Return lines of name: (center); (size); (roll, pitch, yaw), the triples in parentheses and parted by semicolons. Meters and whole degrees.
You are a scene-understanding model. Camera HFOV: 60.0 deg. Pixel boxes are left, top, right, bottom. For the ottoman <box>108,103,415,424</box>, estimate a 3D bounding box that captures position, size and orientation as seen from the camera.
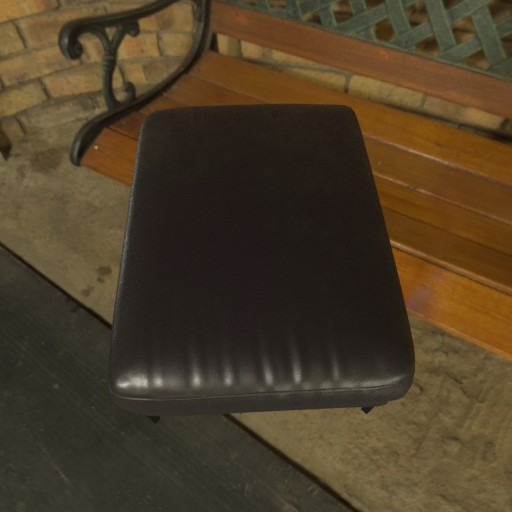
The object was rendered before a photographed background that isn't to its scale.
ottoman: (0.000, 0.000, 1.083); (0.570, 0.402, 0.764); (-2, 57, -1)
